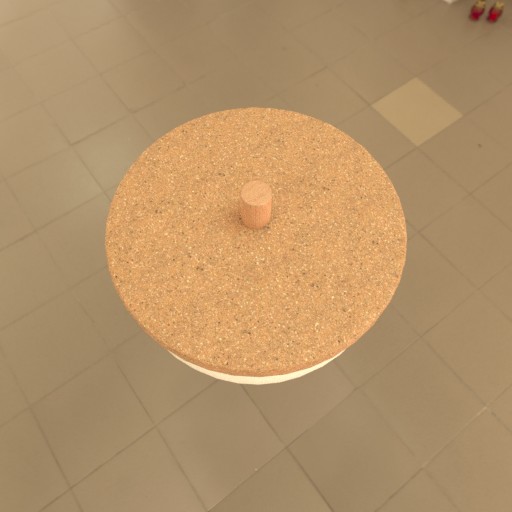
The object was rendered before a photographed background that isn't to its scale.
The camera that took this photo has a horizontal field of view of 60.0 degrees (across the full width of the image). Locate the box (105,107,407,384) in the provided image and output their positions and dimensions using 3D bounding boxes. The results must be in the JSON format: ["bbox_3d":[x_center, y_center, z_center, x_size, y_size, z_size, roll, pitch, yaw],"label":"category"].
[{"bbox_3d":[0.000,0.000,0.185,0.107,0.094,0.107,0,64,0],"label":"box"}]
